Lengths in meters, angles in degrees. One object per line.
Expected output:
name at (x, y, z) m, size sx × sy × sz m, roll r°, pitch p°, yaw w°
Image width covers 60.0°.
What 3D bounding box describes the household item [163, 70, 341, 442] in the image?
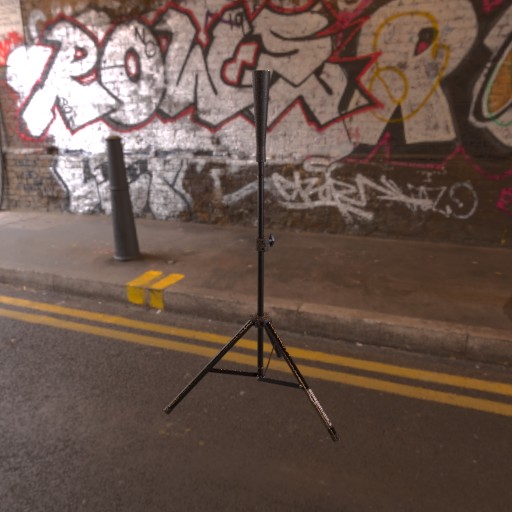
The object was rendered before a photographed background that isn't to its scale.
household item at (0.000, 0.000, 1.356) m, size 0.559 × 1.067 × 0.559 m, roll -9°, pitch 17°, yaw -29°
